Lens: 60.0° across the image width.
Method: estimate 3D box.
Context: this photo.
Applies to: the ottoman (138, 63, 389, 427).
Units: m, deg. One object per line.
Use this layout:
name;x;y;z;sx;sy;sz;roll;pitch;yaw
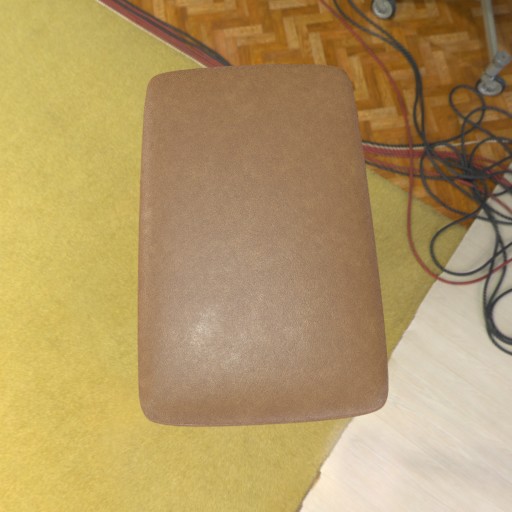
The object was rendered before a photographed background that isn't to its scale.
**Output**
ottoman;0.000;0.000;0.980;0.420;0.480;0.670;-3;74;-1
